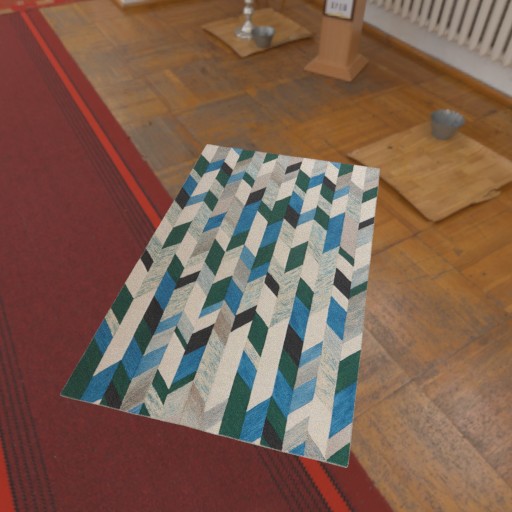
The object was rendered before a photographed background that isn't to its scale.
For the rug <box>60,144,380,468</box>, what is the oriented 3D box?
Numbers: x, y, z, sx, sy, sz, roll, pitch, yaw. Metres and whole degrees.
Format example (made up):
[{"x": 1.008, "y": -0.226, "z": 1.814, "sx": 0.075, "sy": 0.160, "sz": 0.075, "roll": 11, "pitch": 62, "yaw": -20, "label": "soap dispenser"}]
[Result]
[{"x": 0.000, "y": 0.000, "z": 2.988, "sx": 1.507, "sy": 0.007, "sz": 2.433, "roll": 10, "pitch": 47, "yaw": 10, "label": "rug"}]
